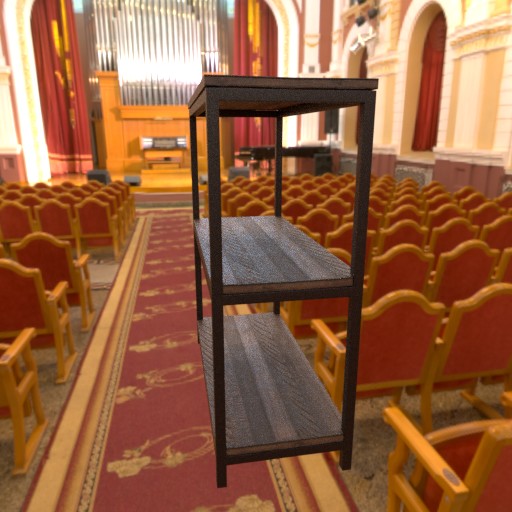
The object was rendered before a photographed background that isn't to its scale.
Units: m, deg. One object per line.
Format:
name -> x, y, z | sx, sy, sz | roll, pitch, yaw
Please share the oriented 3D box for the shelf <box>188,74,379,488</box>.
shelf -> 0.000, 0.000, 1.380 | 0.352, 0.947, 0.822 | -3, 16, -10
